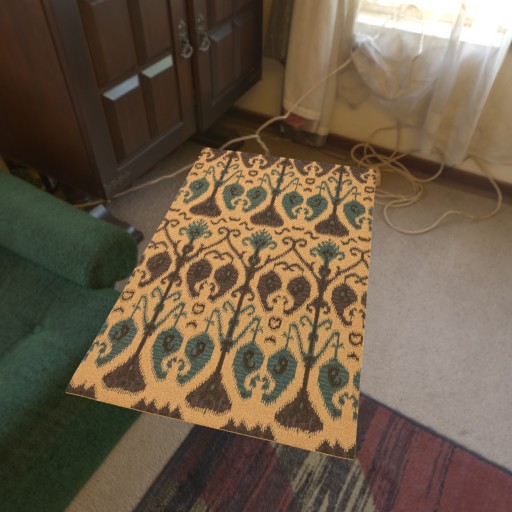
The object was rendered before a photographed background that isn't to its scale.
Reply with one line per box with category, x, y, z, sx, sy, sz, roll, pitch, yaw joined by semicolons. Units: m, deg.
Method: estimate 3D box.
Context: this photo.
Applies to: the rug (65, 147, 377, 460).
rug;0.000;0.000;2.135;1.072;0.013;1.698;10;47;9
